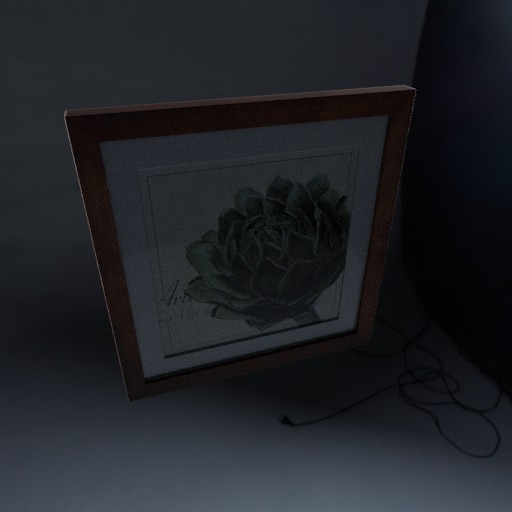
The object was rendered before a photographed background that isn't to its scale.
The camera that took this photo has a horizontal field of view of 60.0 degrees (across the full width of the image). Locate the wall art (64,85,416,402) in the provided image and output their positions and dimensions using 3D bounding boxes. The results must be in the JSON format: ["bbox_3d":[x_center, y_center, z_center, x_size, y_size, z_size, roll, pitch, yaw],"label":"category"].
[{"bbox_3d":[0.000,0.000,0.835,0.554,0.572,0.037,-10,33,-15],"label":"wall art"}]
